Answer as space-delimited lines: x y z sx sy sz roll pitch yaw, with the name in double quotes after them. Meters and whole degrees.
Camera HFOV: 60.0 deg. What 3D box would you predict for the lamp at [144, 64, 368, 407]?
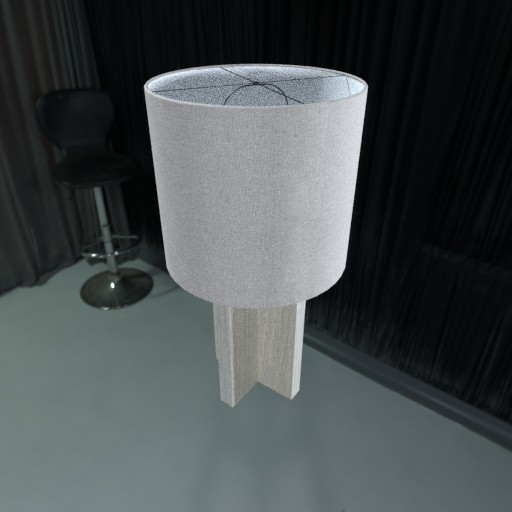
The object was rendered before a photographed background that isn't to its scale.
0.000 0.000 0.574 0.229 0.428 0.229 21 37 30 "lamp"
